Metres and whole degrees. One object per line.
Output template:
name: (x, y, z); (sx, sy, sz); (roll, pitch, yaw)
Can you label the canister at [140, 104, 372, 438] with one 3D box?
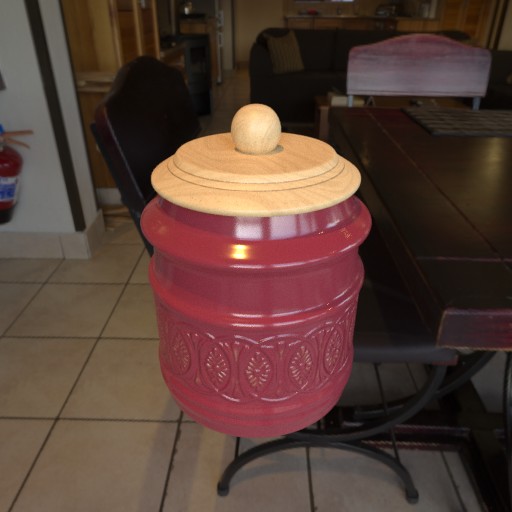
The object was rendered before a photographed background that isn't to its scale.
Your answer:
canister: (0.000, 0.000, 0.269); (0.130, 0.176, 0.130); (0, 29, 0)
